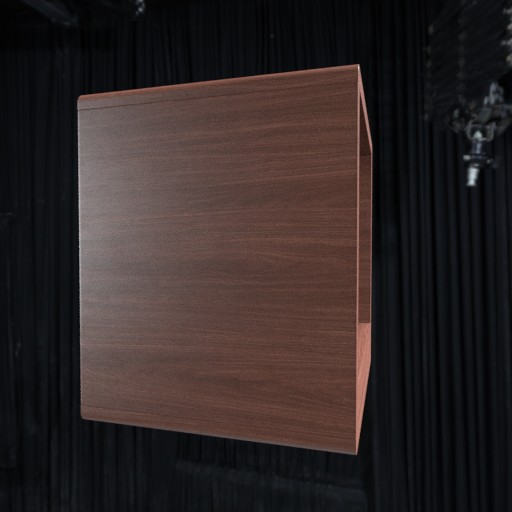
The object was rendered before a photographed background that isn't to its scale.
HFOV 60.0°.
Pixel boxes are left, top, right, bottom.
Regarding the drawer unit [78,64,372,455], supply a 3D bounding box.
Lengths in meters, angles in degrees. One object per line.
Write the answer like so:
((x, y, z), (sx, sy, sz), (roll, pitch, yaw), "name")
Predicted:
((0.000, 0.000, 0.599), (0.290, 0.351, 0.349), (0, 2, 17), "drawer unit")
